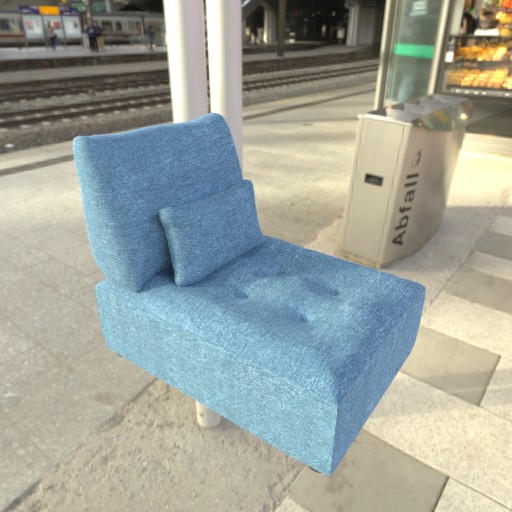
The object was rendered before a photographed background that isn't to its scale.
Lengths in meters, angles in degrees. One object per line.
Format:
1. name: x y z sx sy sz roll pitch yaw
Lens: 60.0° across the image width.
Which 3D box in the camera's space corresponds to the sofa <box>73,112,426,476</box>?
1. sofa: 0.000 0.000 1.535 1.000 0.820 0.700 18 32 32
